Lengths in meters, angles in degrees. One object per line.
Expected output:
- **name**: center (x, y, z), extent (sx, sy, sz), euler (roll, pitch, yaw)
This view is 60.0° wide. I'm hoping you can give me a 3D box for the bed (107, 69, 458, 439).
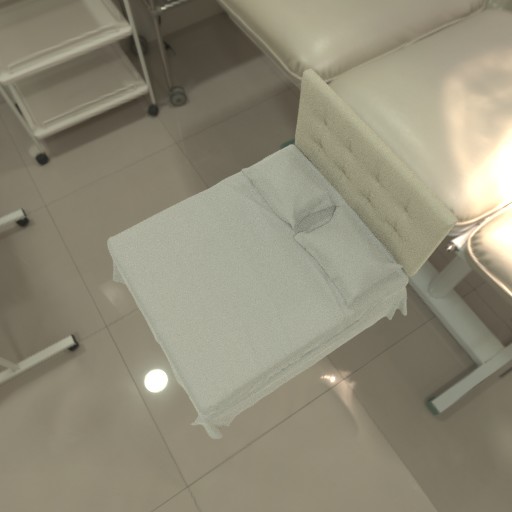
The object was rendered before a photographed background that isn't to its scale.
- **bed**: center (0.000, 0.000, 3.575), extent (2.222, 1.577, 1.936), euler (-30, 68, -14)
